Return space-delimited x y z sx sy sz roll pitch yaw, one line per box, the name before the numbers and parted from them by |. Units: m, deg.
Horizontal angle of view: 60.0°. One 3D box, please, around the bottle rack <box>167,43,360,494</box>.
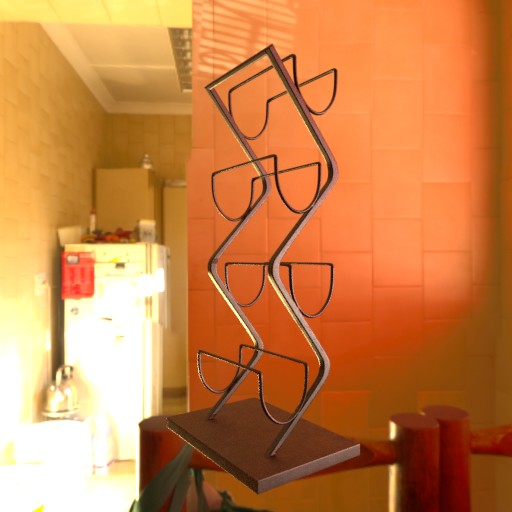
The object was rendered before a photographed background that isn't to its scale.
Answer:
bottle rack | 0.000 0.000 0.673 0.178 0.559 0.254 0 0 -36
